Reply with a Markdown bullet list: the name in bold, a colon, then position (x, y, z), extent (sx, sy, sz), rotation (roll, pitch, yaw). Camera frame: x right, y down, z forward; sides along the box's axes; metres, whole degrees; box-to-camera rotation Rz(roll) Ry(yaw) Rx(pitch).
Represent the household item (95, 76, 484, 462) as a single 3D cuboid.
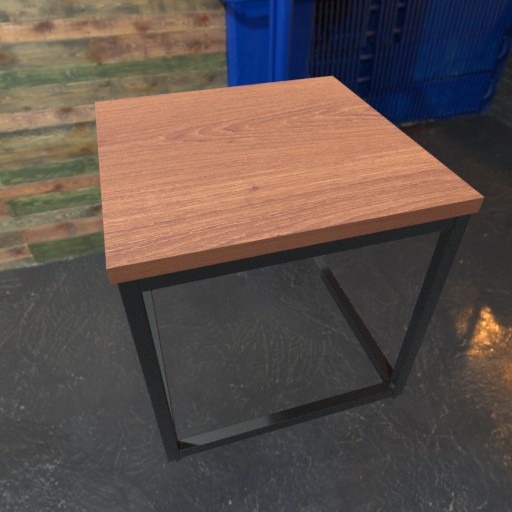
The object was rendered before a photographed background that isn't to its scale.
- **household item**: position (0.000, 0.000, 0.715), extent (0.400, 0.400, 0.400), rotation (-11, 42, -13)
